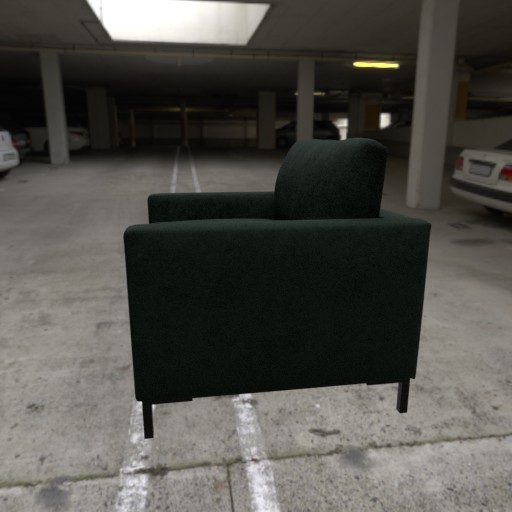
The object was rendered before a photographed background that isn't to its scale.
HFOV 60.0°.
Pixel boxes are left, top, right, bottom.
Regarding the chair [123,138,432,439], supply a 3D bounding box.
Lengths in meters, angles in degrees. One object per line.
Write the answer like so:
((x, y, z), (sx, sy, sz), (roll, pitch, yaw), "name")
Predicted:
((0.000, 0.000, 1.669), (0.866, 0.861, 0.963), (-2, 14, -9), "chair")
